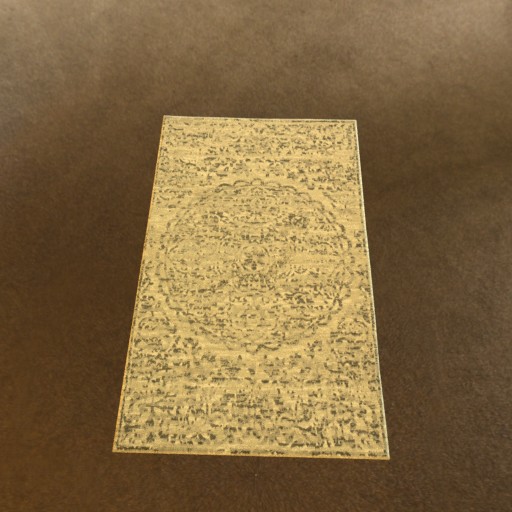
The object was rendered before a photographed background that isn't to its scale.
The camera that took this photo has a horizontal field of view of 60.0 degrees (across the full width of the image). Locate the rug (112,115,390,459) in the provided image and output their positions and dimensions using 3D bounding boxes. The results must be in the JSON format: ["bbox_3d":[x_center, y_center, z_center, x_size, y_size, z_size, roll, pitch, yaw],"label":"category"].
[{"bbox_3d":[0.000,0.000,2.976,1.527,0.021,2.447,1,64,1],"label":"rug"}]
